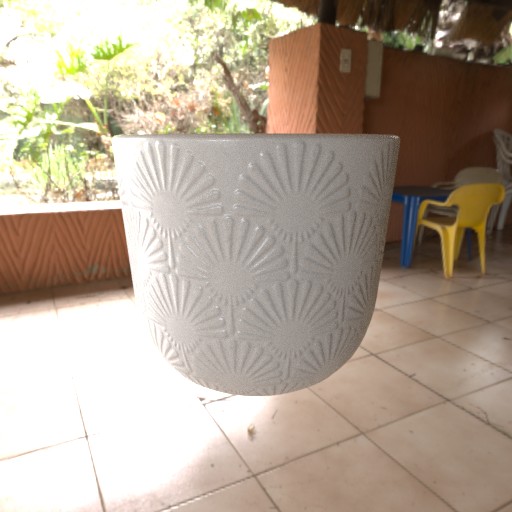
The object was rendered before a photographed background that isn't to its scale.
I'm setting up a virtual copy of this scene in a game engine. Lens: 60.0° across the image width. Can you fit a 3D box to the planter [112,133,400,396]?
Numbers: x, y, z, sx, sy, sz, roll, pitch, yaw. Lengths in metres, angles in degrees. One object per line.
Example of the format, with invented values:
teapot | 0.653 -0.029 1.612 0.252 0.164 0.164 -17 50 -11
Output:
planter | 0.000 0.000 0.291 0.170 0.152 0.170 0 14 0
